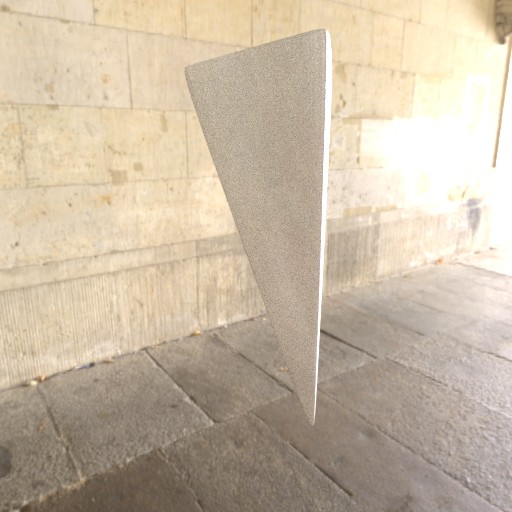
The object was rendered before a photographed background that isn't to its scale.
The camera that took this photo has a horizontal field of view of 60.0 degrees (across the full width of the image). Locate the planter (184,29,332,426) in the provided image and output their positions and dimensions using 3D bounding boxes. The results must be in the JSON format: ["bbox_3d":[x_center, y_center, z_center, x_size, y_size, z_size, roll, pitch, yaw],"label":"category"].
[{"bbox_3d":[0.000,0.000,0.265,0.081,0.224,0.101,3,15,9],"label":"planter"}]
